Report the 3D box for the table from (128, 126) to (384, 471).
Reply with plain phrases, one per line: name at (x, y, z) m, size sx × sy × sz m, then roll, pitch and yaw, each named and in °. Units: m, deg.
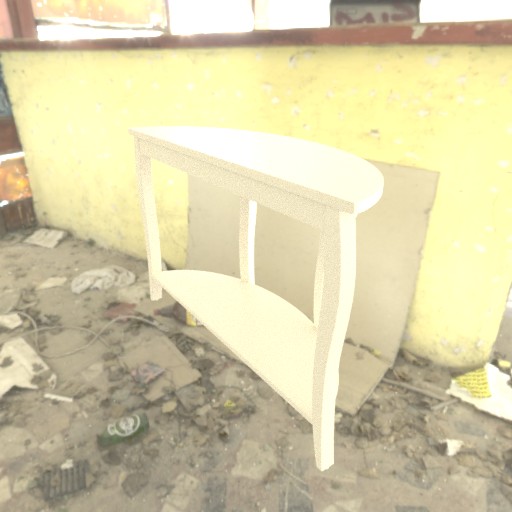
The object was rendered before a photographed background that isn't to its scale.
table at (0.000, 0.000, 1.587) m, size 0.394 × 0.780 × 1.219 m, roll -16°, pitch 29°, yaw -32°
